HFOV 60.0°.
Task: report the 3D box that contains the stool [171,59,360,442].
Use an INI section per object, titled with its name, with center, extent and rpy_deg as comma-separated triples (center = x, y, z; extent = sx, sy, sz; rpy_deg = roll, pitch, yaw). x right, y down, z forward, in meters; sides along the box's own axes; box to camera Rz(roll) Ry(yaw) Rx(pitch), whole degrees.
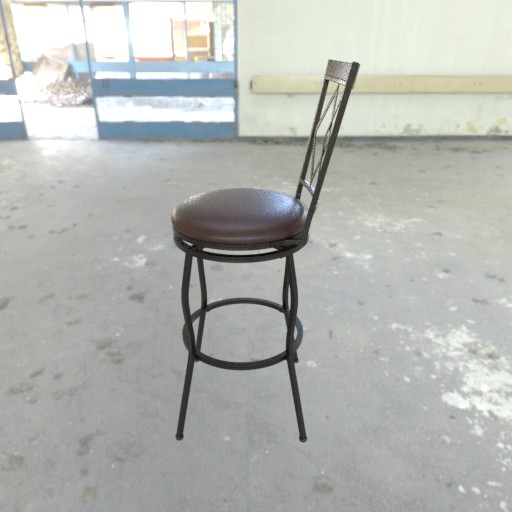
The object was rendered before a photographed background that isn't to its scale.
[stool]
center = 0.000, 0.000, 1.402
extent = 0.521, 1.134, 0.432
rpy_deg = 0, 25, 1
